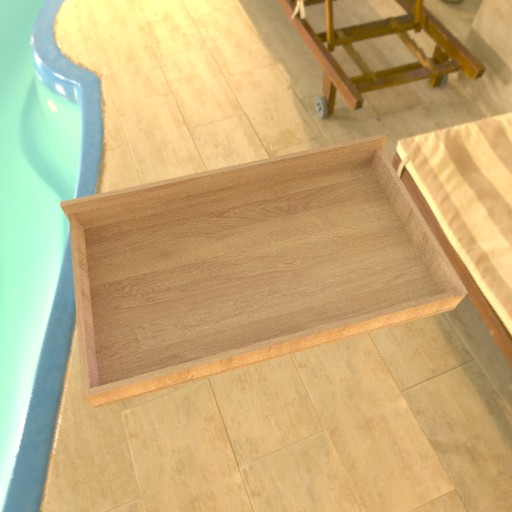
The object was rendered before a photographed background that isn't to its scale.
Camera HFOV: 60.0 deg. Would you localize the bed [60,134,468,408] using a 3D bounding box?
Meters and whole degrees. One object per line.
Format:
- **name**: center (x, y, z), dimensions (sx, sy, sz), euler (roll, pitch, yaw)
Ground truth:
- **bed**: center (0.000, 0.000, 1.516), dimensions (1.200, 0.209, 0.685), euler (-14, 59, -8)
